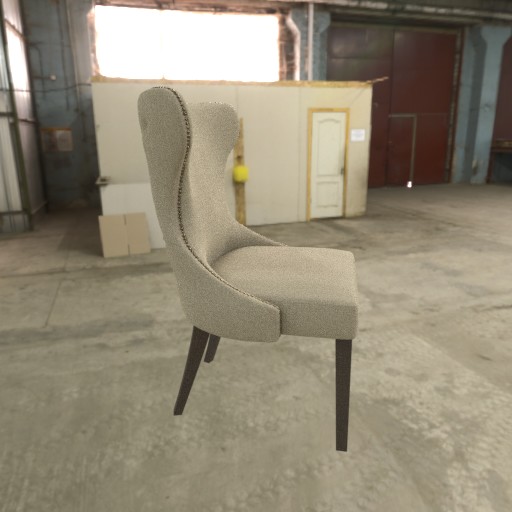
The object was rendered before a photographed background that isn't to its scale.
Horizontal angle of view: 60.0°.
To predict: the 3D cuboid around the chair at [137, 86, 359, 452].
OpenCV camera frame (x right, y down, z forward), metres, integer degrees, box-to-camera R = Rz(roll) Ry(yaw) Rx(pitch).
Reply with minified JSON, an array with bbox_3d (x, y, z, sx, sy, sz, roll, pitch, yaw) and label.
[{"bbox_3d":[0.000,0.000,1.405,0.635,0.967,0.628,3,15,10],"label":"chair"}]
